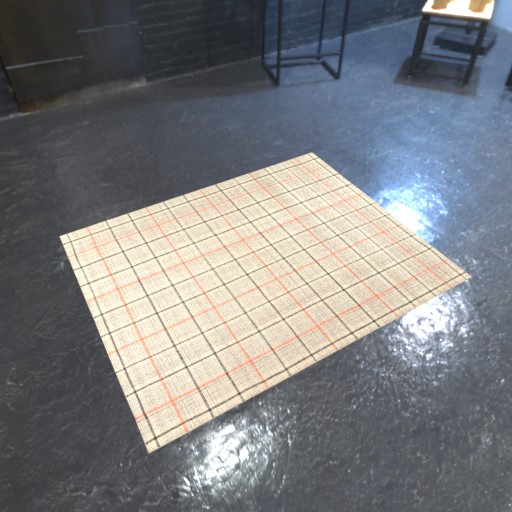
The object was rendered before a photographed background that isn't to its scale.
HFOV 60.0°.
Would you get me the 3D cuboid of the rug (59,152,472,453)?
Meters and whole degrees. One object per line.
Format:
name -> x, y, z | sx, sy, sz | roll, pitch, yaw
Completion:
rug -> 0.000, 0.000, 4.161 | 3.048, 0.012, 2.444 | -22, 49, -21
